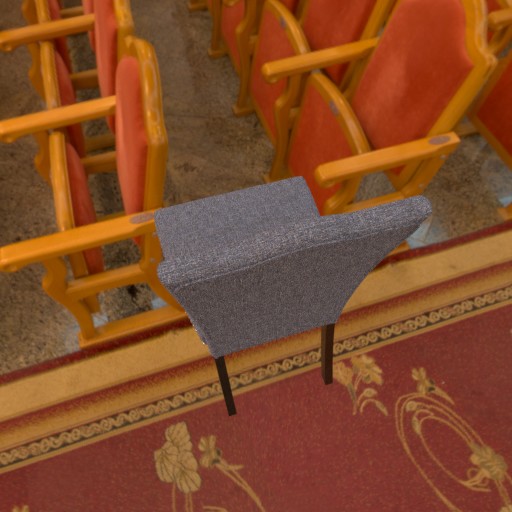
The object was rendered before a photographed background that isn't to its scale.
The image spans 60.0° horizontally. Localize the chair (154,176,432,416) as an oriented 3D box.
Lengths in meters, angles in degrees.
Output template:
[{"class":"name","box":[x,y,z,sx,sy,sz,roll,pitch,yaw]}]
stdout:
[{"class":"chair","box":[0.000,0.000,1.259,0.518,0.946,0.589,-15,59,-9]}]
